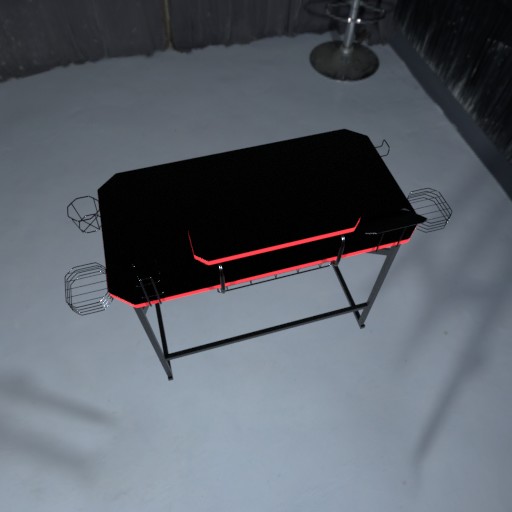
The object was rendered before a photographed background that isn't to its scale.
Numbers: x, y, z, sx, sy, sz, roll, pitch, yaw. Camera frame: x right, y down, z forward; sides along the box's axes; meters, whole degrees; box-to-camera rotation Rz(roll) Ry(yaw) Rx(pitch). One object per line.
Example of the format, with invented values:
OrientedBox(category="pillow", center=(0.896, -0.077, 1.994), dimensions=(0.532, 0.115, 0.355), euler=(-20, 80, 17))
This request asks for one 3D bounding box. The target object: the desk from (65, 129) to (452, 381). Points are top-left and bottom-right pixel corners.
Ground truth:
OrientedBox(category="desk", center=(0.000, 0.000, 1.753), dimensions=(1.280, 0.913, 0.588), euler=(-13, 57, -9))
